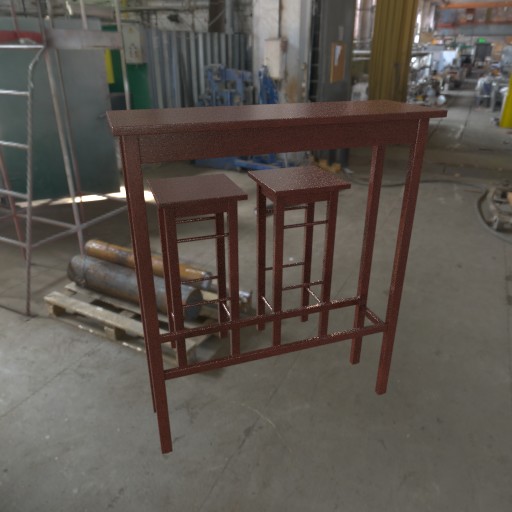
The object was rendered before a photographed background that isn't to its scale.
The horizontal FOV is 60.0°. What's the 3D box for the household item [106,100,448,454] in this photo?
[{"bbox_3d":[0.000,0.000,1.631,0.914,1.067,0.676,-8,26,-18],"label":"household item"}]
